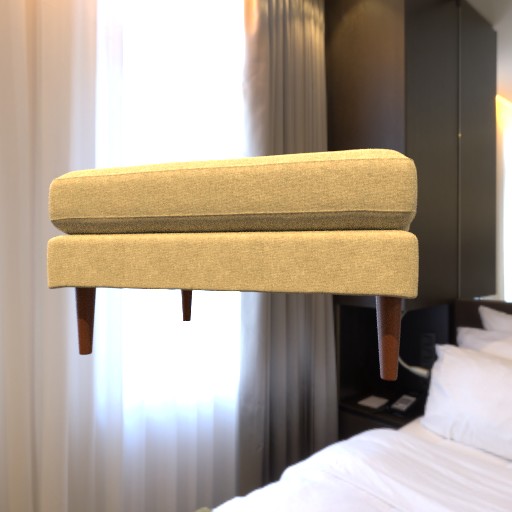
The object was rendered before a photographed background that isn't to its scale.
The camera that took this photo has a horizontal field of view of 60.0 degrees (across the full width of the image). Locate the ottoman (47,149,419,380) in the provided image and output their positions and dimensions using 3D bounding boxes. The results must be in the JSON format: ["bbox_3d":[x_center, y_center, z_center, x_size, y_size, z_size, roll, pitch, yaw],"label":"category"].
[{"bbox_3d":[0.000,0.000,1.230,0.821,0.474,0.693,0,0,18],"label":"ottoman"}]
